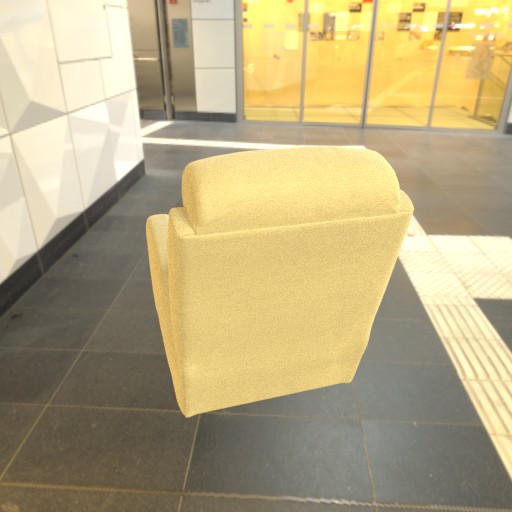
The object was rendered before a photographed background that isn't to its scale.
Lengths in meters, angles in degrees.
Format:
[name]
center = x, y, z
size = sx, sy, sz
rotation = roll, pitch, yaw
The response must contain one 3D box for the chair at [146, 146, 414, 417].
[chair]
center = 0.000, 0.000, 1.741
size = 0.798, 1.013, 1.043
rotation = -7, 27, -14
